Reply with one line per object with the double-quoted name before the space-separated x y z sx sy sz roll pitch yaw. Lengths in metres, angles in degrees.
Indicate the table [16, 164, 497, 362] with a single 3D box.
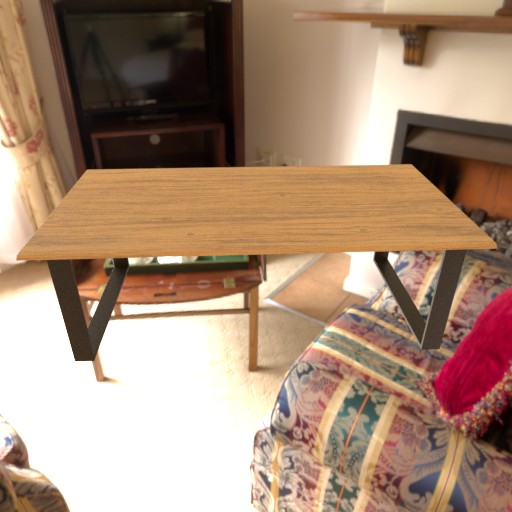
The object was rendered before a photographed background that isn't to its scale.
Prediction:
"table" 0.000 0.000 1.629 1.331 0.445 0.693 -1 30 -2
